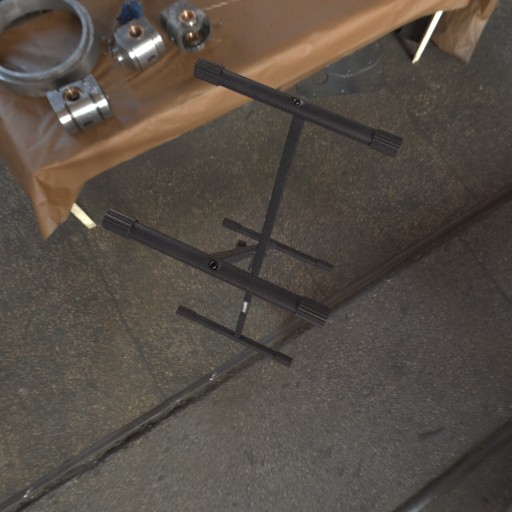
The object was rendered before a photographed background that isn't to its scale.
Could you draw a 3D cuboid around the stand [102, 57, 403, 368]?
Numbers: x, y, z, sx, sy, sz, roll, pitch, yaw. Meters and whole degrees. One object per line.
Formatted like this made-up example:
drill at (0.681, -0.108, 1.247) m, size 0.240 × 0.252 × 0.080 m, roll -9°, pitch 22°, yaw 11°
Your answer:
stand at (0.000, 0.000, 1.191) m, size 0.449 × 0.940 × 0.409 m, roll 24°, pitch 76°, yaw 7°
